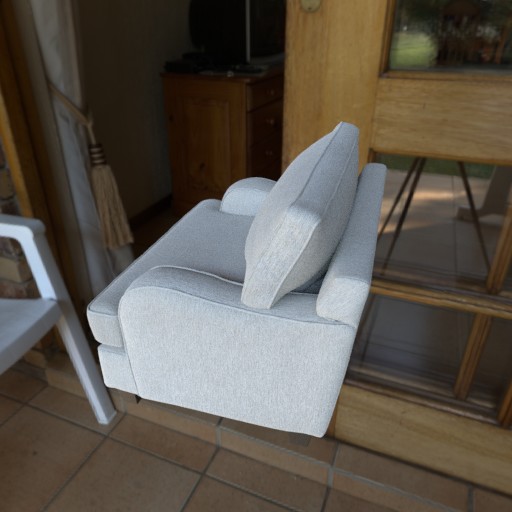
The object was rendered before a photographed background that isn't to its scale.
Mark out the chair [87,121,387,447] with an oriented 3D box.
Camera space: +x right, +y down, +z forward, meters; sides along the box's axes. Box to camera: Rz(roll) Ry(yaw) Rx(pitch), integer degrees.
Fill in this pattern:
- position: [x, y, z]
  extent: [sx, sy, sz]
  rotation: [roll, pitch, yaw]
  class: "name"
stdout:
- position: [0.000, 0.000, 2.038]
  extent: [1.041, 1.016, 1.220]
  rotation: [8, 30, 15]
  class: "chair"
